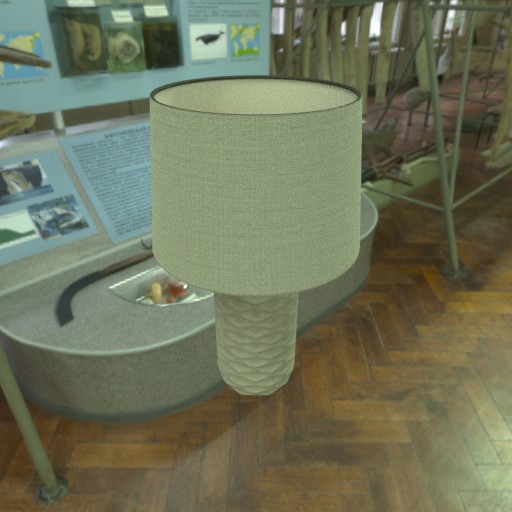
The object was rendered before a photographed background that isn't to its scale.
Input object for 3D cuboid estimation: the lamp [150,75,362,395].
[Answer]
[{"bbox_3d":[0.000,0.000,0.839,0.376,0.594,0.376,0,30,0],"label":"lamp"}]
